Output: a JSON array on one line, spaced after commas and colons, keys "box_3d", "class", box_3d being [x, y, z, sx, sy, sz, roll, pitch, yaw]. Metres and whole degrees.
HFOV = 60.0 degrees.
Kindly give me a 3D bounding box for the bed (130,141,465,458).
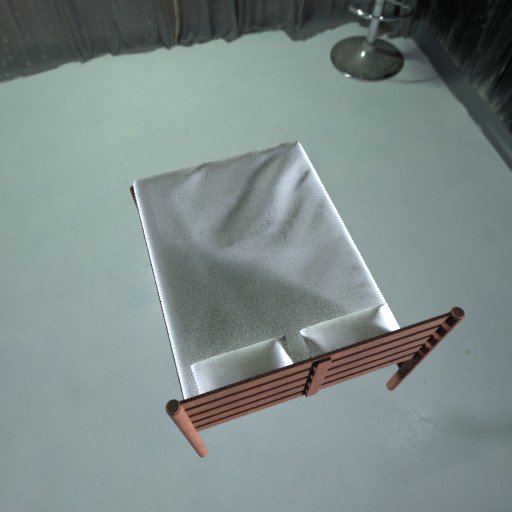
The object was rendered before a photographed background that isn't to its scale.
[{"box_3d": [0.000, 0.000, 3.128, 1.509, 1.304, 2.093, -16, 59, -10], "class": "bed"}]
